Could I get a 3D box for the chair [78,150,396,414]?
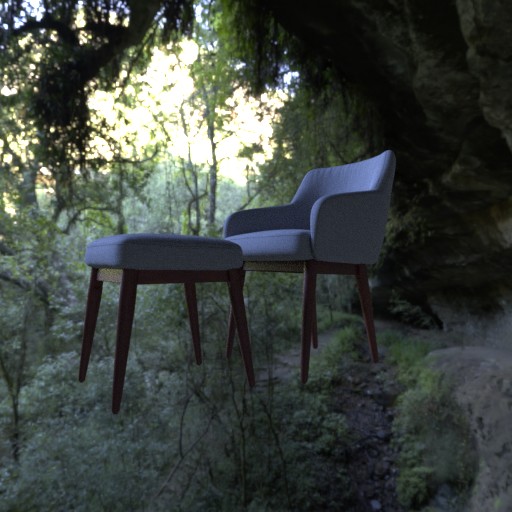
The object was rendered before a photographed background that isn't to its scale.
[{"bbox_3d":[0.000,0.000,1.559,1.107,0.799,0.584,1,-1,-34],"label":"chair"}]
